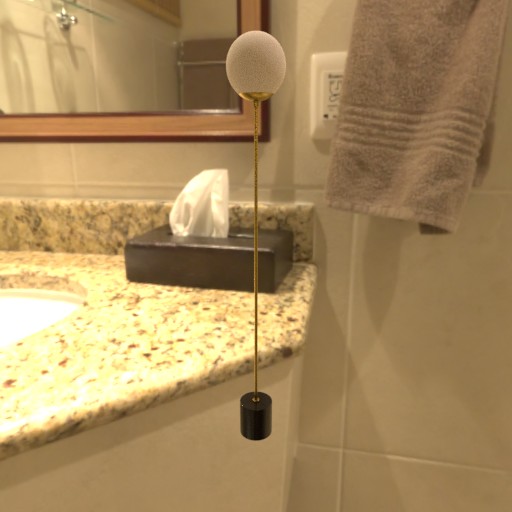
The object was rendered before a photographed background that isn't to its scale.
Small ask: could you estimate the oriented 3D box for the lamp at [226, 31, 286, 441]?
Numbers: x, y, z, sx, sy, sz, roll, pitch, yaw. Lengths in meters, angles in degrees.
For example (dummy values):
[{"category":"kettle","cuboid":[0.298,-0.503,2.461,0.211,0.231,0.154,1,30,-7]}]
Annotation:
[{"category":"lamp","cuboid":[0.000,0.000,1.898,0.229,1.748,0.229,-8,18,-25]}]
